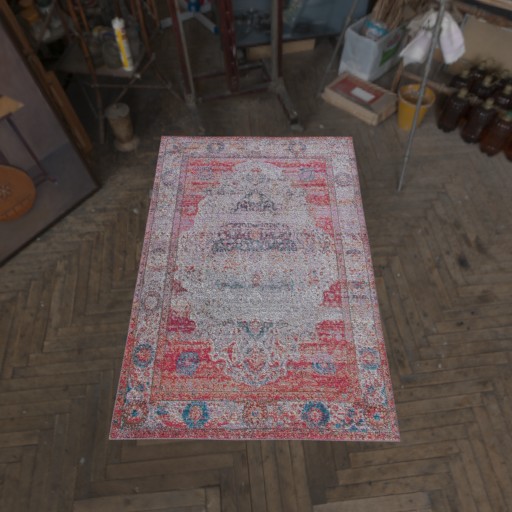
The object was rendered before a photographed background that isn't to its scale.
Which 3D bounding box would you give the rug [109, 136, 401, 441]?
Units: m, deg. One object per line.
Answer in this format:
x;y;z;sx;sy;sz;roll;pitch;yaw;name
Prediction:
0.000;0.000;2.343;1.219;0.006;1.829;0;57;0;rug
